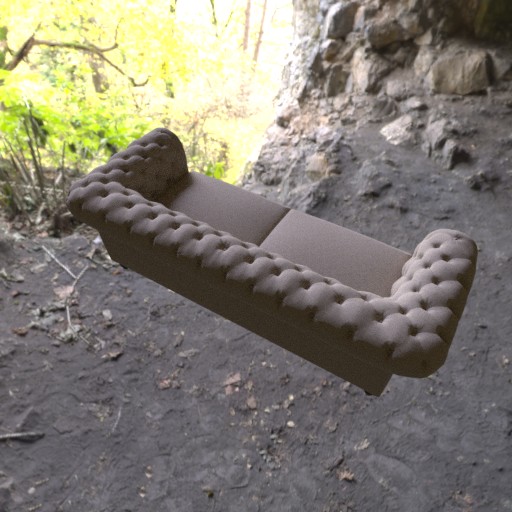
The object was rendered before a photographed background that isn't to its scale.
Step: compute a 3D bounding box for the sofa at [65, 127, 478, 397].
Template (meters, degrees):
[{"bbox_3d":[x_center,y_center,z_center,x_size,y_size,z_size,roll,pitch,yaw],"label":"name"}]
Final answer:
[{"bbox_3d":[0.000,0.000,3.146,2.694,0.847,1.076,24,51,21],"label":"sofa"}]
